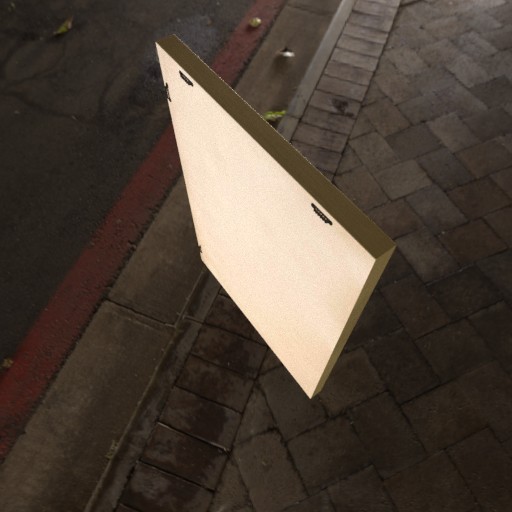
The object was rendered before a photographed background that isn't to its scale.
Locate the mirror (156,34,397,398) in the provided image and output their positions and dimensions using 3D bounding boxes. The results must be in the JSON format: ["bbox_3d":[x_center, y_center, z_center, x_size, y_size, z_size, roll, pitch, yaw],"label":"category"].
[{"bbox_3d":[0.000,0.000,0.926,0.040,0.710,0.507,-33,65,-17],"label":"mirror"}]
